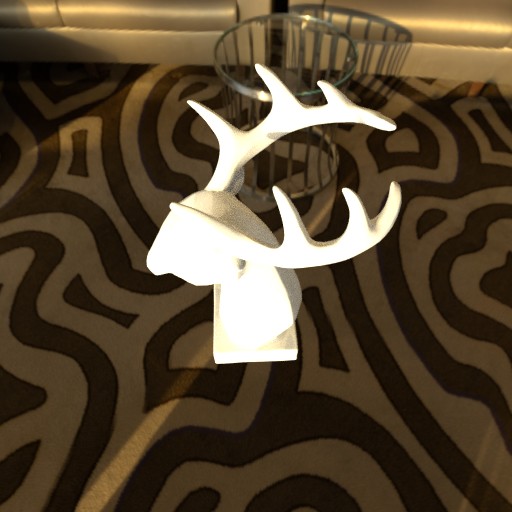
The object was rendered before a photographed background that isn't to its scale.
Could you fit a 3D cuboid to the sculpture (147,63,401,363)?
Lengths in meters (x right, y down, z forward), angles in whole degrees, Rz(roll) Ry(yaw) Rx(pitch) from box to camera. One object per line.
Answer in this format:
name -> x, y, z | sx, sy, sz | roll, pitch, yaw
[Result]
sculpture -> 0.000, 0.000, 0.456 | 0.224, 0.329, 0.174 | -2, 55, -2
